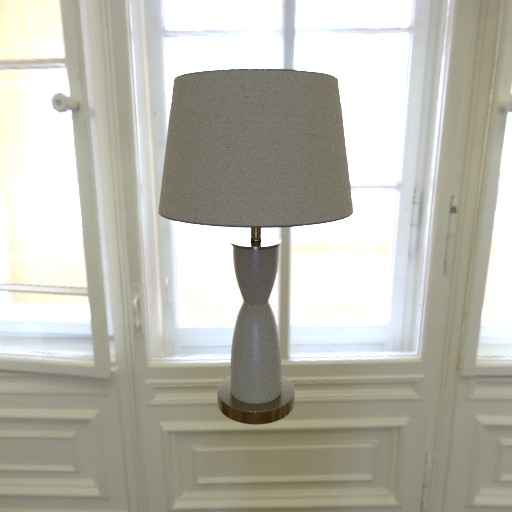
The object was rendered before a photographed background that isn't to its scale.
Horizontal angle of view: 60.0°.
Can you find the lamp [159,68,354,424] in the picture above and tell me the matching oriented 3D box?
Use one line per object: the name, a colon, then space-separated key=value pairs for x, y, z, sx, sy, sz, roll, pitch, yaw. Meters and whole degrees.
lamp: x=0.000 y=0.000 z=0.736 sx=0.309 sy=0.545 sz=0.309 roll=0 pitch=15 yaw=0
